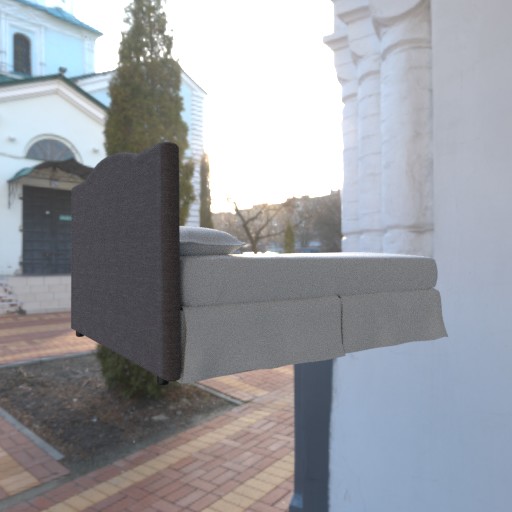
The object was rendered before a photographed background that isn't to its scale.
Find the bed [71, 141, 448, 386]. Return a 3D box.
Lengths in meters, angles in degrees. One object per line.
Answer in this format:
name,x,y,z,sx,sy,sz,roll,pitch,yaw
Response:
bed,0.000,0.000,3.996,2.689,1.457,2.161,0,0,-36
